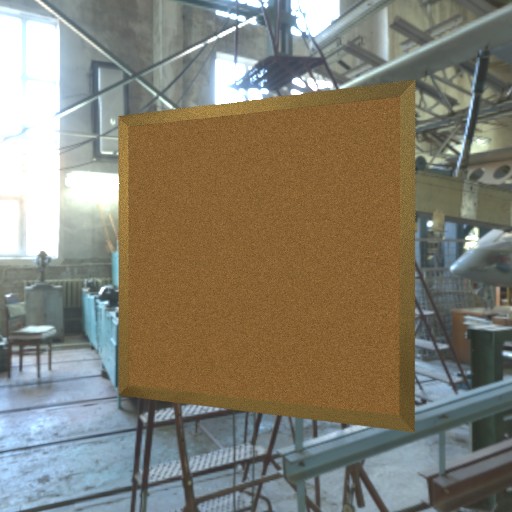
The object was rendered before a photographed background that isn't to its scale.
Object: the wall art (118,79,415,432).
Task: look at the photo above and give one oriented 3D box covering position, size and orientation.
[{"bbox_3d":[0.000,0.000,0.451,0.304,0.305,0.038,0,0,19],"label":"wall art"}]
